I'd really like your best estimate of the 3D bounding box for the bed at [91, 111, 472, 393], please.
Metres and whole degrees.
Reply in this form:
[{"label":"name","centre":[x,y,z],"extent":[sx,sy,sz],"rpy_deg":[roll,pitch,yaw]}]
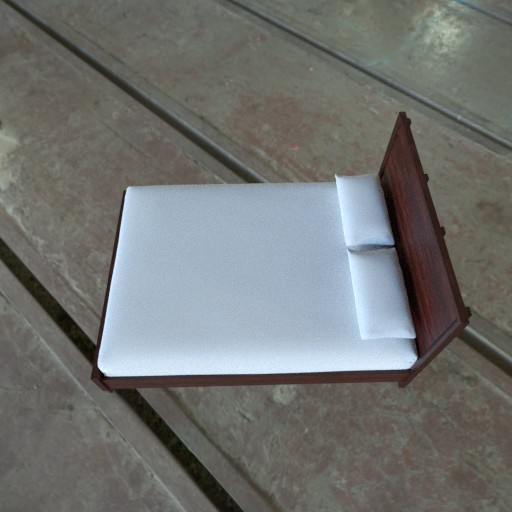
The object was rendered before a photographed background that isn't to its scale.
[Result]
[{"label":"bed","centre":[0.000,0.000,4.028],"extent":[2.803,1.492,2.040],"rpy_deg":[-1,58,-1]}]
